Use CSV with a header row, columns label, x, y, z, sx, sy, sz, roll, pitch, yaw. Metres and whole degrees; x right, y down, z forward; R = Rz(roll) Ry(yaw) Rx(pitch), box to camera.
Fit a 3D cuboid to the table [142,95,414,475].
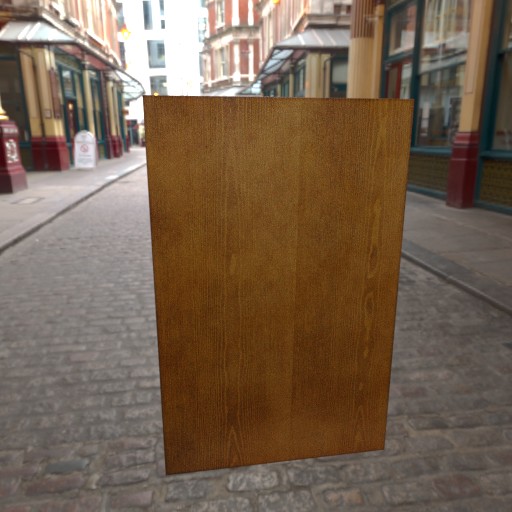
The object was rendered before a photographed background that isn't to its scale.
label,x,y,z,sx,sy,sz,roll,pitch,yaw
table,0.000,0.000,0.963,0.400,0.605,0.550,-2,15,-9
